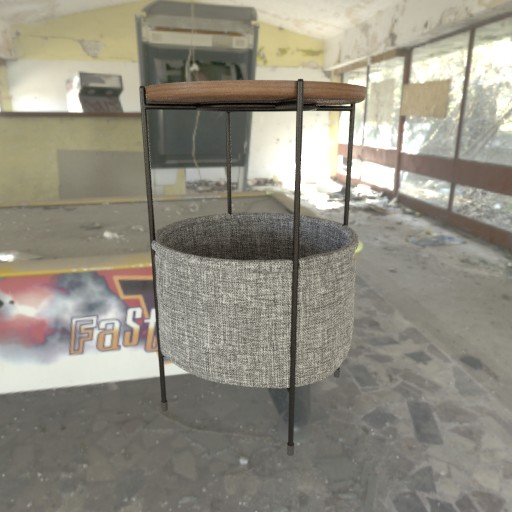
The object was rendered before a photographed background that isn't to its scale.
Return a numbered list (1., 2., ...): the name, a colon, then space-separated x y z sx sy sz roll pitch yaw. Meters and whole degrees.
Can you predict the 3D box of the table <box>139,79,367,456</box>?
1. table: 0.000 0.000 0.881 0.400 0.623 0.400 8 19 26
